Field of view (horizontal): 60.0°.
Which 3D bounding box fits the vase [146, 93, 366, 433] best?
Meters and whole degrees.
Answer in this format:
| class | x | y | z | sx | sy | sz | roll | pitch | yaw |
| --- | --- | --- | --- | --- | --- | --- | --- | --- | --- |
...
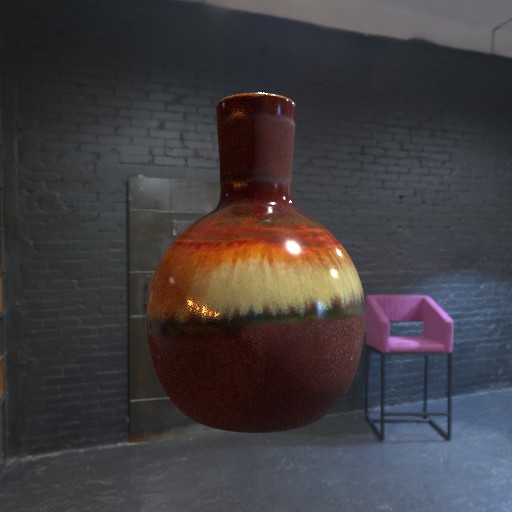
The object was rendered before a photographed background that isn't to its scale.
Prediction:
| class | x | y | z | sx | sy | sz | roll | pitch | yaw |
| --- | --- | --- | --- | --- | --- | --- | --- | --- | --- |
| vase | 0.000 | 0.000 | 0.230 | 0.111 | 0.154 | 0.111 | 0 | 1 | 0 |
